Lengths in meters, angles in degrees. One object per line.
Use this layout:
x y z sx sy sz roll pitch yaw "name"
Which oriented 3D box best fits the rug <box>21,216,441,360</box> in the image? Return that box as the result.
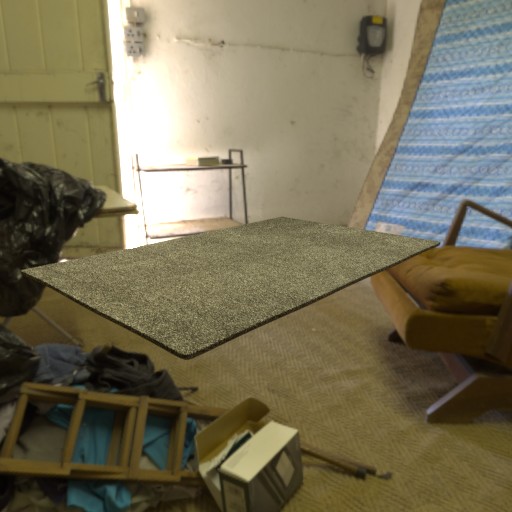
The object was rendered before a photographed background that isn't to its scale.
0.000 0.000 2.879 1.501 0.025 2.352 14 20 41 "rug"
